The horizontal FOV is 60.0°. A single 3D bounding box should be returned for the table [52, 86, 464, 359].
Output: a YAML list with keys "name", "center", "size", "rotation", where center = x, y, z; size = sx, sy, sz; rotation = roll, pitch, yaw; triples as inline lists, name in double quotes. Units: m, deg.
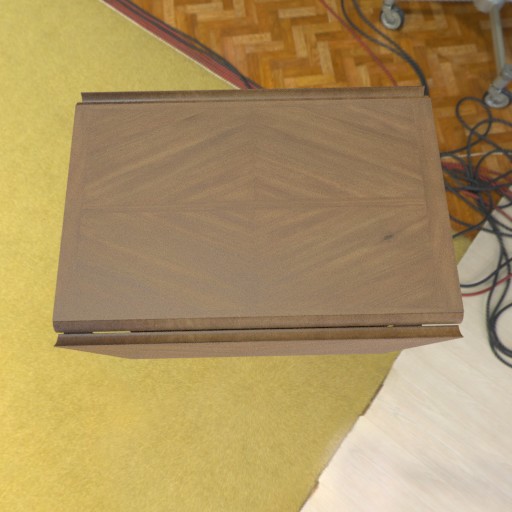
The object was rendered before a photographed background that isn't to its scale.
- name: "table"
  center: [0.000, 0.000, 1.594]
  size: [0.967, 0.981, 0.701]
  rotation: [-1, 74, 0]
